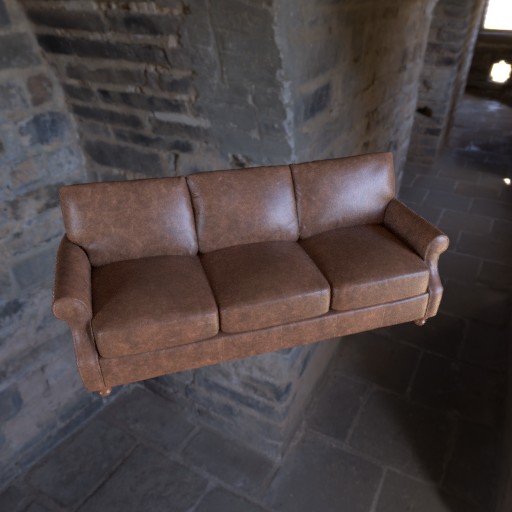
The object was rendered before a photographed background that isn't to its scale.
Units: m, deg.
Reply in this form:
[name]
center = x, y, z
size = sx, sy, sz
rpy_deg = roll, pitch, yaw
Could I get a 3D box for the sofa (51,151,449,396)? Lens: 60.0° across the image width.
[sofa]
center = 0.000, 0.000, 2.806
size = 2.351, 0.977, 0.973
rpy_deg = -9, 32, -15
